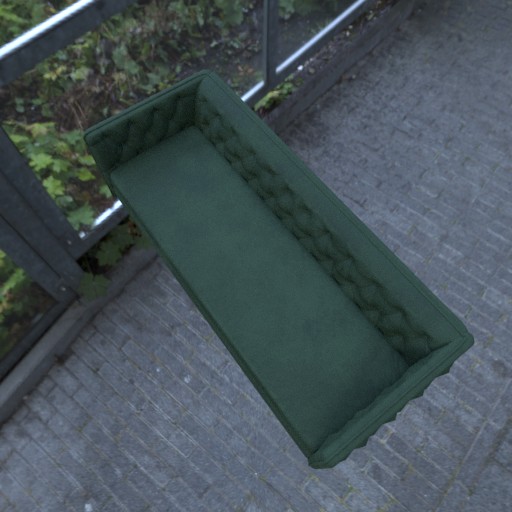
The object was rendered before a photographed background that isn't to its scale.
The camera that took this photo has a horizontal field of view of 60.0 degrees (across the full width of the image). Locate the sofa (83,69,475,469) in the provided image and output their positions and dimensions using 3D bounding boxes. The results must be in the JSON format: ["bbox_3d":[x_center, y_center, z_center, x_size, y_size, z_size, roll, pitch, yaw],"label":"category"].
[{"bbox_3d":[0.000,0.000,2.583,0.895,0.771,2.209,-34,69,-15],"label":"sofa"}]
